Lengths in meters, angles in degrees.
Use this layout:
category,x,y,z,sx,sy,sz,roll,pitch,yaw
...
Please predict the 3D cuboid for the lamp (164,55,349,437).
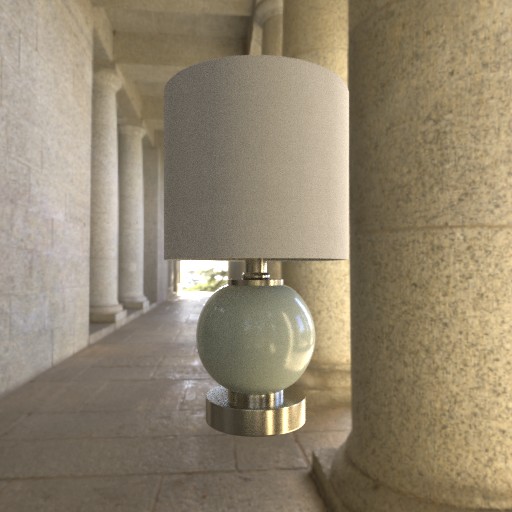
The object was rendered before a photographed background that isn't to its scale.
category,x,y,z,sx,sy,sz,roll,pitch,yaw
lamp,0.000,0.000,0.487,0.201,0.353,0.201,1,-2,-34
